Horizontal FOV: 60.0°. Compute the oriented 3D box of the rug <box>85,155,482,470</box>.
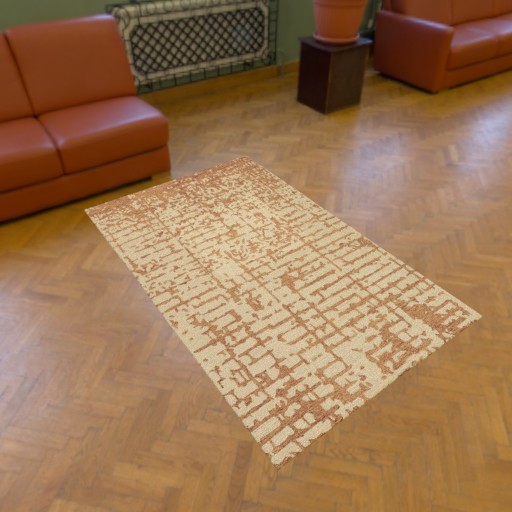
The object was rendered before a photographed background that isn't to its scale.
[{"bbox_3d":[0.000,0.000,3.007,1.517,0.011,2.435,-25,46,-26],"label":"rug"}]
